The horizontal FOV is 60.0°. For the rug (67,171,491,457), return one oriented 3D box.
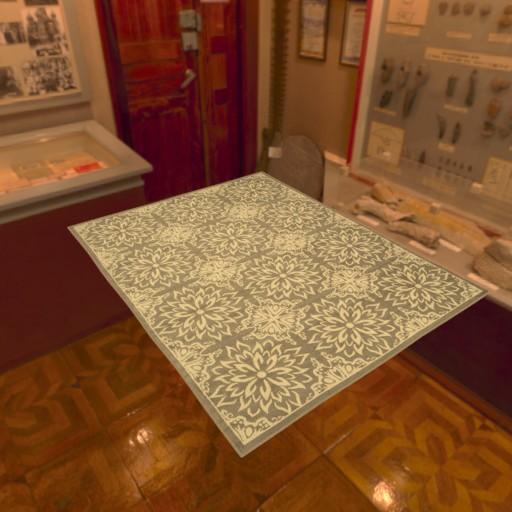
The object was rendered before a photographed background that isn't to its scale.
[{"bbox_3d":[0.000,0.000,3.876,2.363,0.012,2.980,-22,39,-30],"label":"rug"}]
